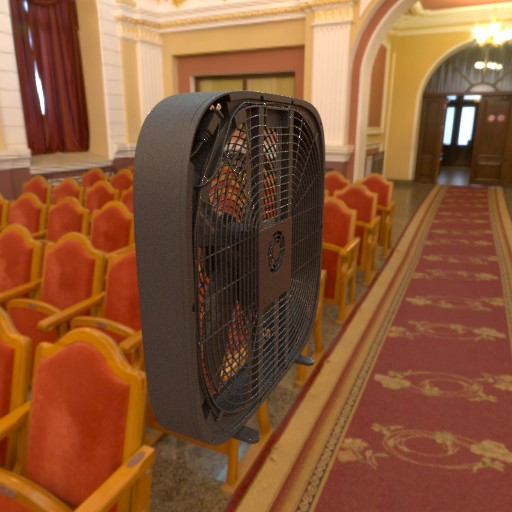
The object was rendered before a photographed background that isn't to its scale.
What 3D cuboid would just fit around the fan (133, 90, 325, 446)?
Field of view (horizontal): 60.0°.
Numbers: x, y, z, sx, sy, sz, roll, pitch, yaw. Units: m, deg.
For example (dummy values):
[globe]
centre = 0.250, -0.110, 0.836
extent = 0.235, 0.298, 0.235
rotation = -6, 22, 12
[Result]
[fan]
centre = 0.000, 0.000, 0.781
extent = 0.142, 0.533, 0.526
rotation = 8, 18, 25
